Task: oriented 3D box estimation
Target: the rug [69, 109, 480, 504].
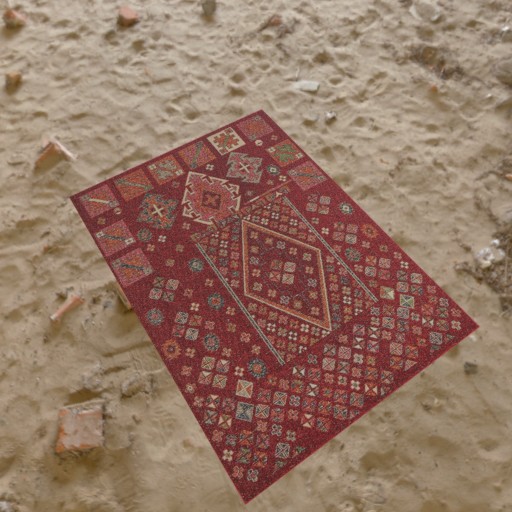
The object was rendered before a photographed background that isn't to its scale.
[{"bbox_3d":[0.000,0.000,4.156,2.389,0.011,3.306,-30,63,-17],"label":"rug"}]
